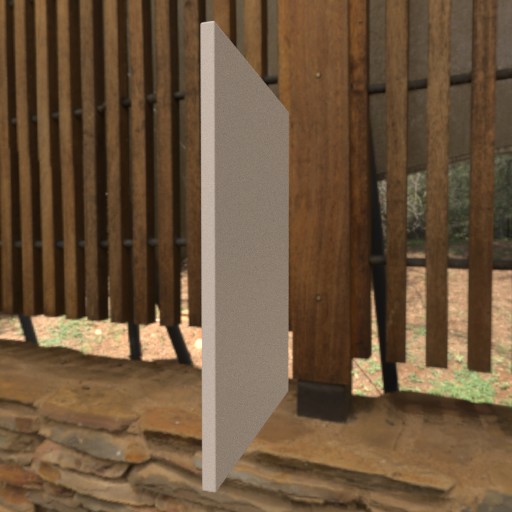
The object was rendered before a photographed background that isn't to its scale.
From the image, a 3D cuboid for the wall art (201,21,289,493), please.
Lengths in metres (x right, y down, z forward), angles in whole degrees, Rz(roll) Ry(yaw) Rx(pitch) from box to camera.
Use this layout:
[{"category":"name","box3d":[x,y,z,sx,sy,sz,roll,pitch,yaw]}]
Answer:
[{"category":"wall art","box3d":[0.000,0.000,1.030,0.026,0.813,0.556,1,2,17]}]
